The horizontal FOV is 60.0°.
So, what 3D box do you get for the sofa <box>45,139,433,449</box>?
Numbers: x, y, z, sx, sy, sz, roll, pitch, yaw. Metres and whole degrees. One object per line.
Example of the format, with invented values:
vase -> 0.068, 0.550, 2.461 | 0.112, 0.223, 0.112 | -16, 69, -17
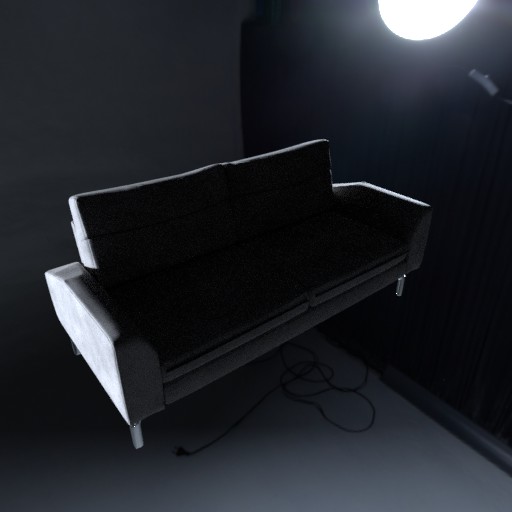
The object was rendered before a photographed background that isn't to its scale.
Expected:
sofa -> 0.000, 0.000, 2.278 | 1.837, 0.859, 0.849 | -21, 36, -33
